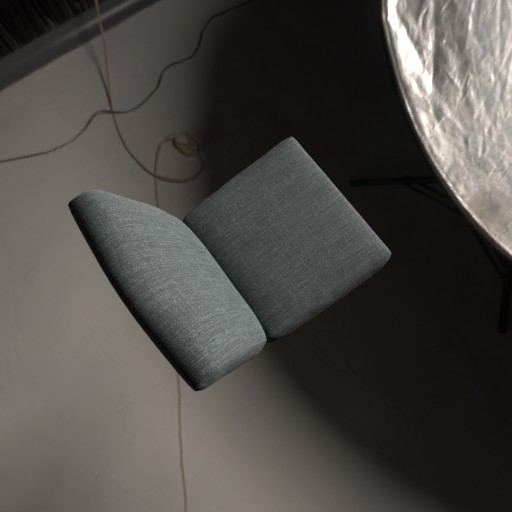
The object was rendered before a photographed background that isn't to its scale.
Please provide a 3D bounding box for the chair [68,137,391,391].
[{"bbox_3d":[0.000,0.000,1.272,0.629,0.884,0.487,-36,78,-8],"label":"chair"}]
